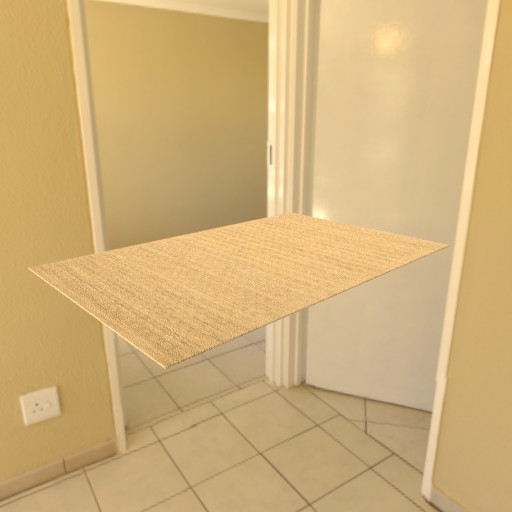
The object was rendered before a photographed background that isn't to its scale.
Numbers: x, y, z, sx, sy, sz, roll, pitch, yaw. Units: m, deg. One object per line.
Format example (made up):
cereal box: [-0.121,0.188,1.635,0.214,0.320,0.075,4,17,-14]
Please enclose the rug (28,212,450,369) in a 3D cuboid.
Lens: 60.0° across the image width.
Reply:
rug: [0.000,0.000,2.180,1.752,0.006,1.142,-16,23,-41]
